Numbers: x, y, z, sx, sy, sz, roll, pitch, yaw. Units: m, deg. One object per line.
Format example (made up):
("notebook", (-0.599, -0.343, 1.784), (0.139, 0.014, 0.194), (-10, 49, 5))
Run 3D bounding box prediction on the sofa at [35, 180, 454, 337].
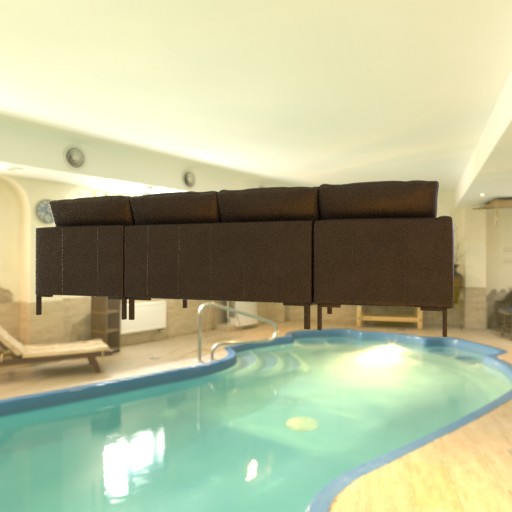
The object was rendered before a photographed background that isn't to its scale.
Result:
("sofa", (0.000, 0.000, 3.787), (2.956, 0.900, 1.939), (0, 0, 19))
